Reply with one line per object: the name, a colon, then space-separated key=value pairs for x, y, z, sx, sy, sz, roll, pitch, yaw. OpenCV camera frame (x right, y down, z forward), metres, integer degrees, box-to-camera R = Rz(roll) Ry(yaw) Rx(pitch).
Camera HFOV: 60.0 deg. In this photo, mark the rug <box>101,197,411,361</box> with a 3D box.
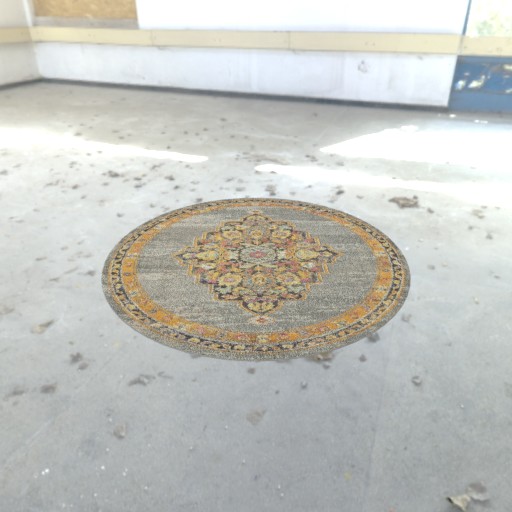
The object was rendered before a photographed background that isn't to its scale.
rug: x=0.000 y=0.000 z=3.562 sx=2.382 sy=0.014 sz=2.382 roll=0 pitch=30 yaw=0
